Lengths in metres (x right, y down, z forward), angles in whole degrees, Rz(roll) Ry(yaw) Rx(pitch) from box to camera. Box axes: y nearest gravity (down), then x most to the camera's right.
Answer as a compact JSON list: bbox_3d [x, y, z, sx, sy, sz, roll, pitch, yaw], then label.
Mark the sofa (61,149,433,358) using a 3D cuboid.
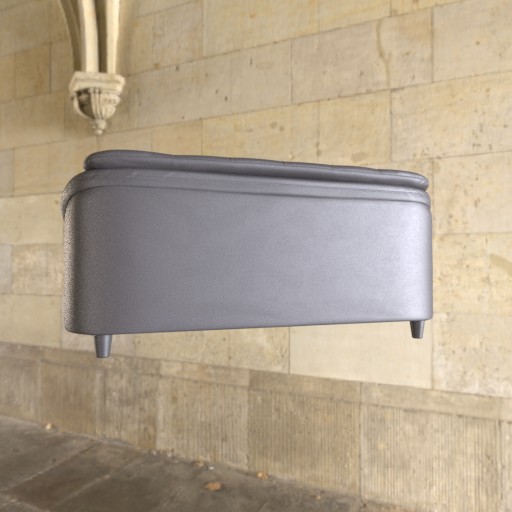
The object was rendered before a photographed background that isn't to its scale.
[{"bbox_3d":[0.000,0.000,2.264,1.829,0.811,0.800,0,-1,-18],"label":"sofa"}]
